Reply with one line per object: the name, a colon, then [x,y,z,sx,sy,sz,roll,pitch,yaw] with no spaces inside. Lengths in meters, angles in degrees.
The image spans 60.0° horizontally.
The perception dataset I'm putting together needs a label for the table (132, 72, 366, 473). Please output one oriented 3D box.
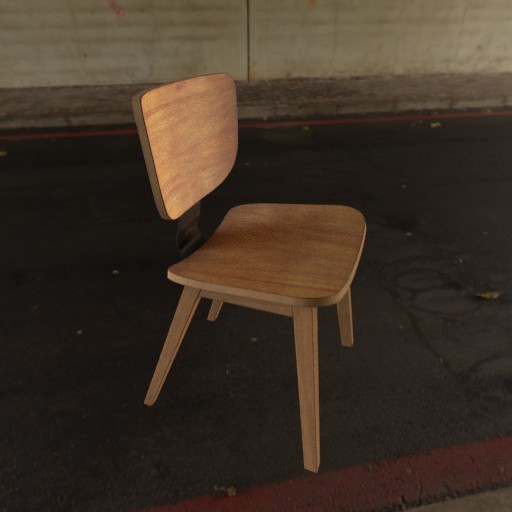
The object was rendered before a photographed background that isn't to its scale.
table: [0.000,0.000,1.115,0.500,0.805,0.499,10,31,18]
